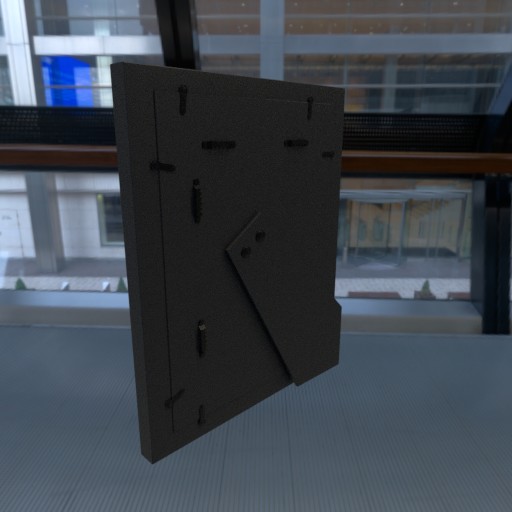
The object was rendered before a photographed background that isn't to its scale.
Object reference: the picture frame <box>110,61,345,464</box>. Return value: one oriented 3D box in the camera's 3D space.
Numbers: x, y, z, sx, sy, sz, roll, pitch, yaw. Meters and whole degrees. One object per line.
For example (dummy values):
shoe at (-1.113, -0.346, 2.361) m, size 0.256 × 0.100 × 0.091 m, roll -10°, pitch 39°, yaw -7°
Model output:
picture frame at (0.000, 0.000, 0.510) m, size 0.307 × 0.383 × 0.036 m, roll -15°, pitch 21°, yaw -43°
